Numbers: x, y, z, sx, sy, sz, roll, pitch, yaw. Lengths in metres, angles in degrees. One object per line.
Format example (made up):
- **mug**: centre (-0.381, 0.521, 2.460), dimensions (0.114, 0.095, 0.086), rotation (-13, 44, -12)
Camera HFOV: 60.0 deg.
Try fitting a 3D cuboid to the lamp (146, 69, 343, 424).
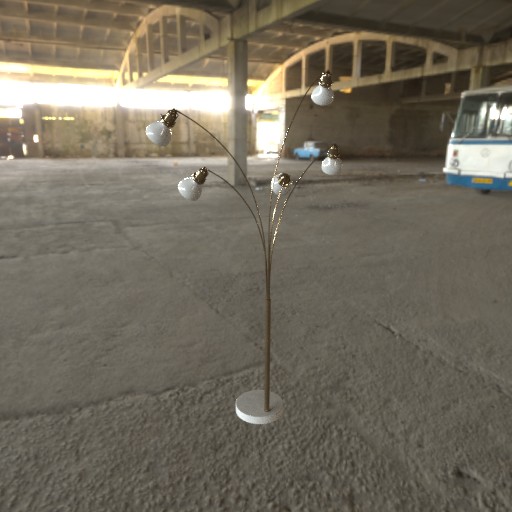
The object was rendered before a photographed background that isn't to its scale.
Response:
- **lamp**: centre (0.000, 0.000, 3.046), dimensions (1.405, 2.423, 0.361), rotation (-7, 16, -25)
